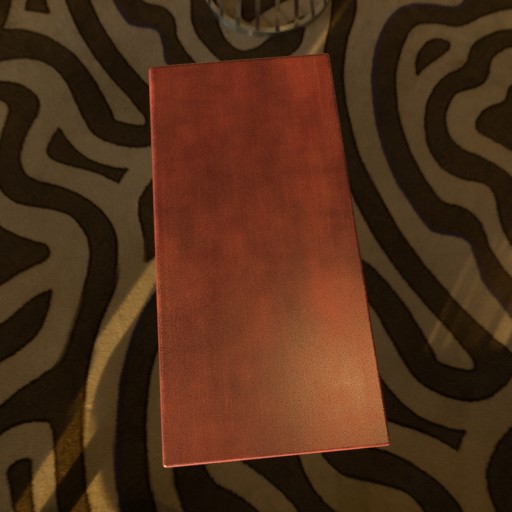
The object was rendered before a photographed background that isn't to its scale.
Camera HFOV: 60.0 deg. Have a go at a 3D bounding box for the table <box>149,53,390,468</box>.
[{"bbox_3d":[0.000,0.000,1.484,0.580,0.485,1.171,-5,75,-1],"label":"table"}]
